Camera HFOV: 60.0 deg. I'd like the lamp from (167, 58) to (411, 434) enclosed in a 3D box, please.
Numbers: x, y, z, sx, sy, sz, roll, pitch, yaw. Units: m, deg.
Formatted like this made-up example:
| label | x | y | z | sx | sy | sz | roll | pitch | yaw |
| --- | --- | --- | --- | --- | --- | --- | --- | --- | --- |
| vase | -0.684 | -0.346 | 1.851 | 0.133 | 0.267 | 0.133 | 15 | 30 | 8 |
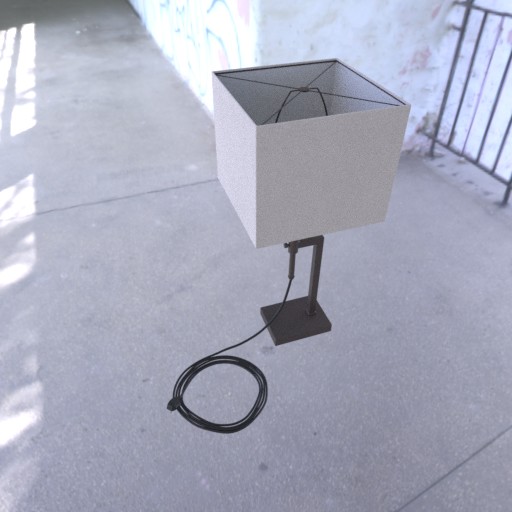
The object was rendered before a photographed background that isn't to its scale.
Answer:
| label | x | y | z | sx | sy | sz | roll | pitch | yaw |
| --- | --- | --- | --- | --- | --- | --- | --- | --- | --- |
| lamp | 0.000 | 0.000 | 0.958 | 0.504 | 0.660 | 0.399 | -12 | 42 | -14 |
